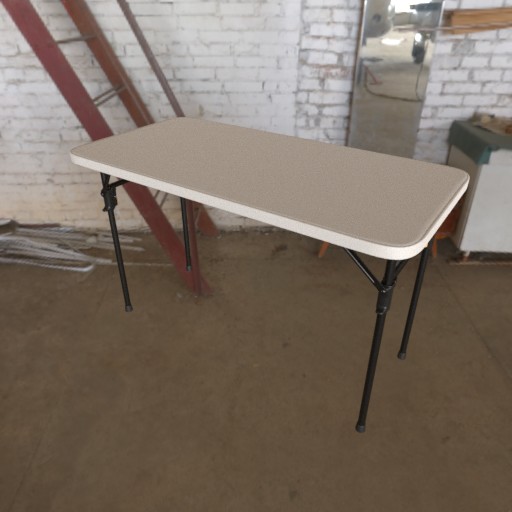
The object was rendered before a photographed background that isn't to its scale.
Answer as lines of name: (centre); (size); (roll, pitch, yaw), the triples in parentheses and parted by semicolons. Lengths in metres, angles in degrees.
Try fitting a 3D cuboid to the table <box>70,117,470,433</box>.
table: (0.000, 0.000, 1.629); (1.219, 0.729, 0.610); (20, 36, 29)
